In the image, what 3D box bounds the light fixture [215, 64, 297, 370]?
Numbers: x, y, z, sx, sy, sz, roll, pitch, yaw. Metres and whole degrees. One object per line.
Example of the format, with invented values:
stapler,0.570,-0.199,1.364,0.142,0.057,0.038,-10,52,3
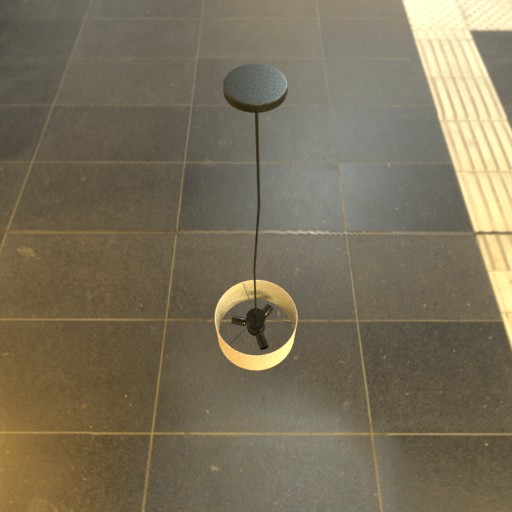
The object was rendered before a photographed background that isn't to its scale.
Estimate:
light fixture,0.000,0.000,1.674,0.399,1.516,0.399,0,58,0
